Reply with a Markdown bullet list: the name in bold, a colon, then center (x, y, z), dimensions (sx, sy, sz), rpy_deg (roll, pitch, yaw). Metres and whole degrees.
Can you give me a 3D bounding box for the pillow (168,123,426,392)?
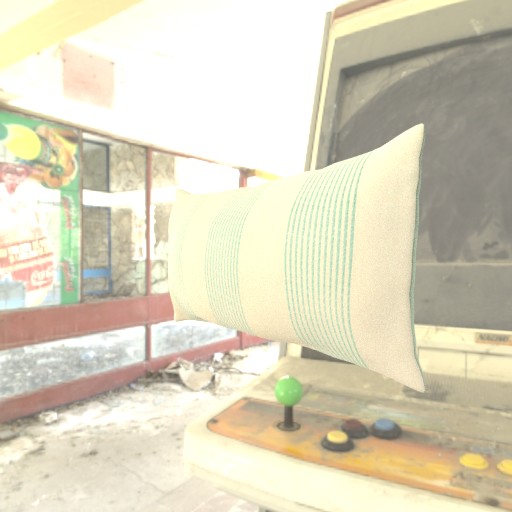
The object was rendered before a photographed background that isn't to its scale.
- **pillow**: center (0.000, 0.000, 0.704), dimensions (0.151, 0.287, 0.610), rpy_deg (0, 1, -35)
